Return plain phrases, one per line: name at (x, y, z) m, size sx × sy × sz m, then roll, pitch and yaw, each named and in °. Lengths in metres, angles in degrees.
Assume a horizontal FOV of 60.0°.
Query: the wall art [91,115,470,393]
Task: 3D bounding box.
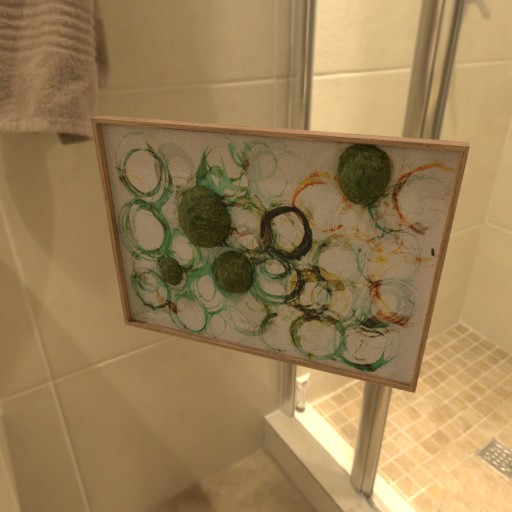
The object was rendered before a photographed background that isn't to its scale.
wall art at (0.000, 0.000, 1.089) m, size 0.841 × 0.609 × 0.063 m, roll 9°, pitch 29°, yaw 17°
